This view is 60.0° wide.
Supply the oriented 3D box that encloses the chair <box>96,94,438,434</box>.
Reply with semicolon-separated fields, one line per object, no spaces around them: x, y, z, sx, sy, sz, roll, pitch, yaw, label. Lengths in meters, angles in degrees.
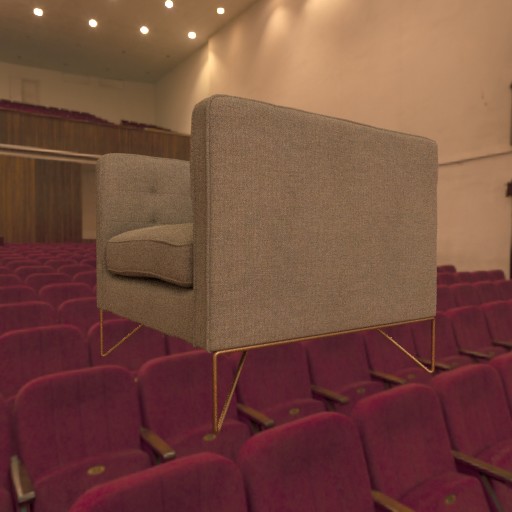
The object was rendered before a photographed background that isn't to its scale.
0.000;0.000;1.618;0.912;0.799;0.920;-1;2;-35;chair
